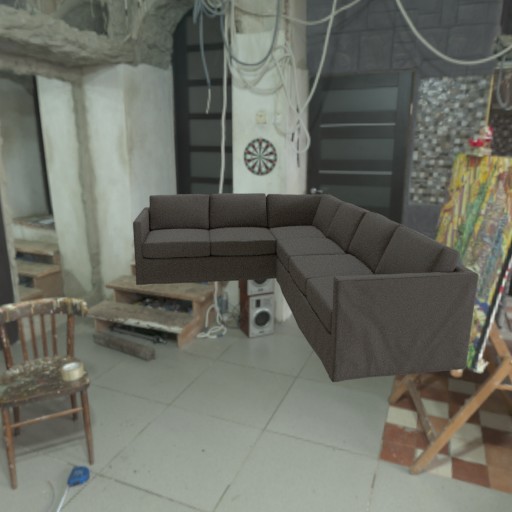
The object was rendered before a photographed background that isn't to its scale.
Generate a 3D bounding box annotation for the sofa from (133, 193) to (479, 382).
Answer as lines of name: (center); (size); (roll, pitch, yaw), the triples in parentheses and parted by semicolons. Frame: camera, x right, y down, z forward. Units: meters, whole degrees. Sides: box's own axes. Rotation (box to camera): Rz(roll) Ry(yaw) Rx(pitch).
sofa: (0.000, 0.000, 4.204); (2.432, 0.871, 3.182); (-2, 15, -7)
